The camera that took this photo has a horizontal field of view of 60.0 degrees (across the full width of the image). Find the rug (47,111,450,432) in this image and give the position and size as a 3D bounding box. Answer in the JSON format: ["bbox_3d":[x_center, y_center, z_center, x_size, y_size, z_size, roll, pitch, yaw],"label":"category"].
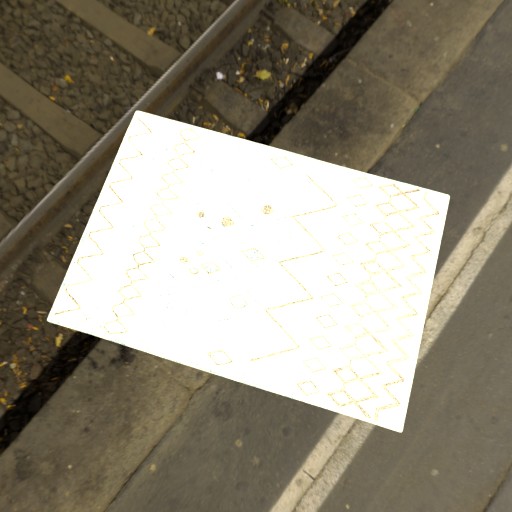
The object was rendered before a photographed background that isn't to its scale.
[{"bbox_3d":[0.000,0.000,2.318,1.820,0.009,1.260,16,76,4],"label":"rug"}]
